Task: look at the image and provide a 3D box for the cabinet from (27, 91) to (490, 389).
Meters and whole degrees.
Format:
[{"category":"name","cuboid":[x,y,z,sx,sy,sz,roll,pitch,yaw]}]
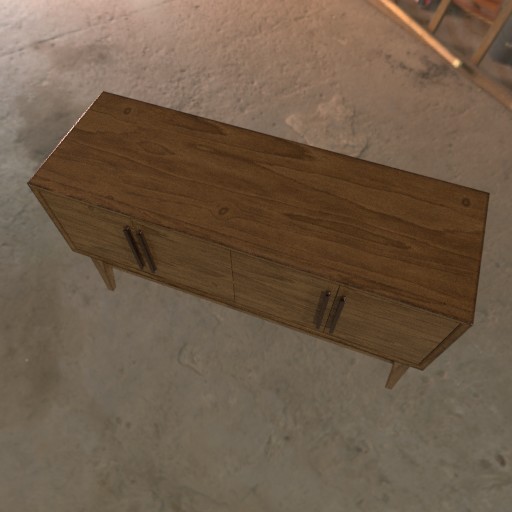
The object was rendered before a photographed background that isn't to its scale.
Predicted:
[{"category":"cabinet","cuboid":[0.000,0.000,1.719,1.363,0.802,0.477,18,61,10]}]
